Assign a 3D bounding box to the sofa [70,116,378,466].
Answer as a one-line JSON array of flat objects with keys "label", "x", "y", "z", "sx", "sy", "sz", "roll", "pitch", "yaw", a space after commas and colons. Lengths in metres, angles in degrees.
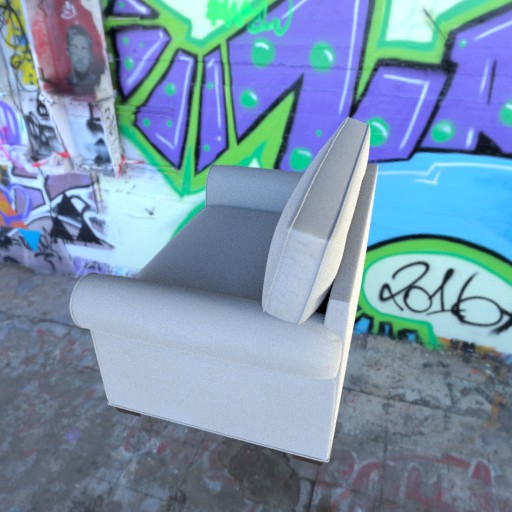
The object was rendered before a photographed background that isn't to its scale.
[{"label": "sofa", "x": 0.000, "y": 0.000, "z": 2.015, "sx": 0.937, "sy": 1.006, "sz": 1.405, "roll": 9, "pitch": 32, "yaw": 15}]
